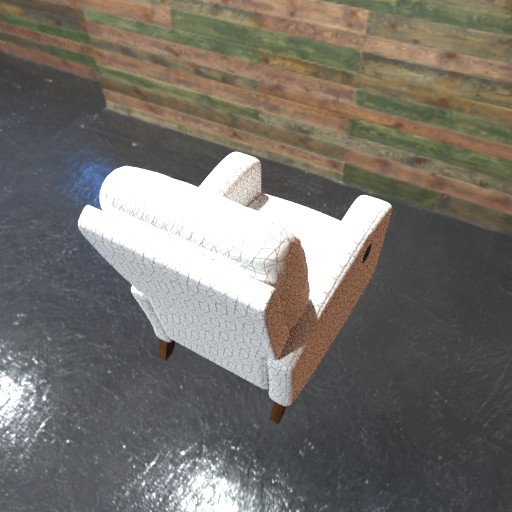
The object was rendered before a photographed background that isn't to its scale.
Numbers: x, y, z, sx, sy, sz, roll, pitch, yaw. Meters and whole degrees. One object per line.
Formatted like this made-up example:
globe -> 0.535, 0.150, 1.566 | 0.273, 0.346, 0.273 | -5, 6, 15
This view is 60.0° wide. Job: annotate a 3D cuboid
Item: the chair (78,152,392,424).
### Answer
chair -> 0.000, 0.000, 1.783 | 0.796, 1.064, 0.995 | 23, 51, 20
